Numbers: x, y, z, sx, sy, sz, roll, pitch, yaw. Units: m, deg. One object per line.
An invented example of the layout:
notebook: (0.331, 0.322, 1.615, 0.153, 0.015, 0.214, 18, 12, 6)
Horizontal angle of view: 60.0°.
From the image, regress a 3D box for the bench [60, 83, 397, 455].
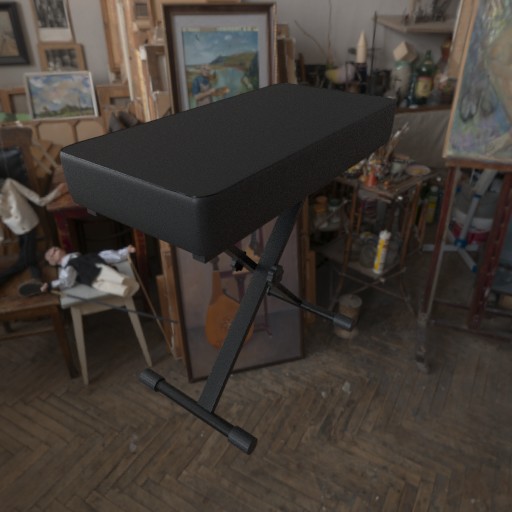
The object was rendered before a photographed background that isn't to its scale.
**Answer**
bench: (0.000, 0.000, 0.923, 0.300, 0.561, 0.600, 22, 38, 30)
